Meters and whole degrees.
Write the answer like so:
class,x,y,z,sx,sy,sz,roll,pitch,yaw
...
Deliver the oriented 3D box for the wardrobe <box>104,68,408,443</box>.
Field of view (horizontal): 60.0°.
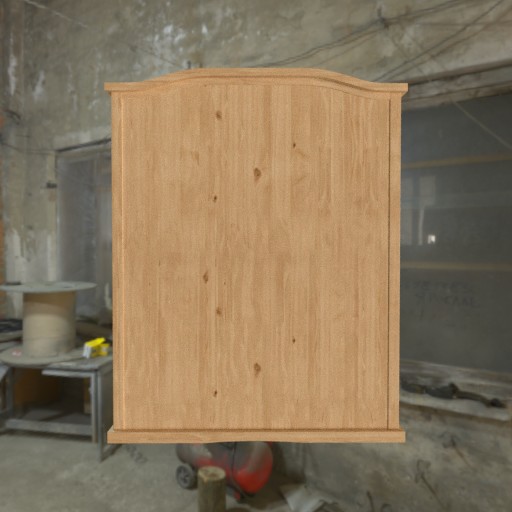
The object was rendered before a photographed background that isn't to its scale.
class,x,y,z,sx,sy,sz,roll,pitch,yaw
wardrobe,0.000,0.000,2.493,1.500,1.870,0.570,0,1,0
